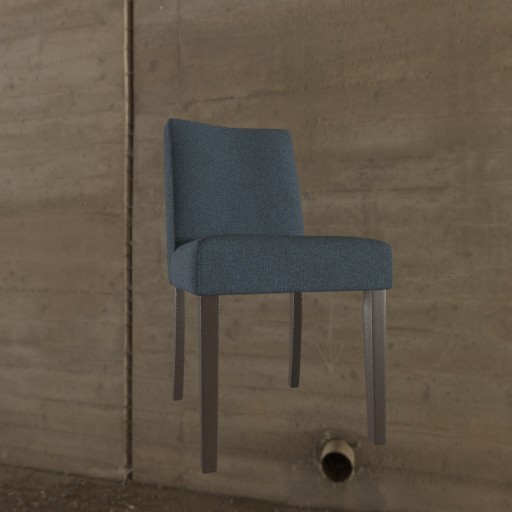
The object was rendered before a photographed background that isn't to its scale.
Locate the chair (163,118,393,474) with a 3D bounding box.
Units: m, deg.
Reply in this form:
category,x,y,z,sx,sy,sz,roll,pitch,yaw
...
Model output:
category,x,y,z,sx,sy,sz,roll,pitch,yaw
chair,0.000,0.000,1.251,0.487,0.882,0.629,0,1,-19
